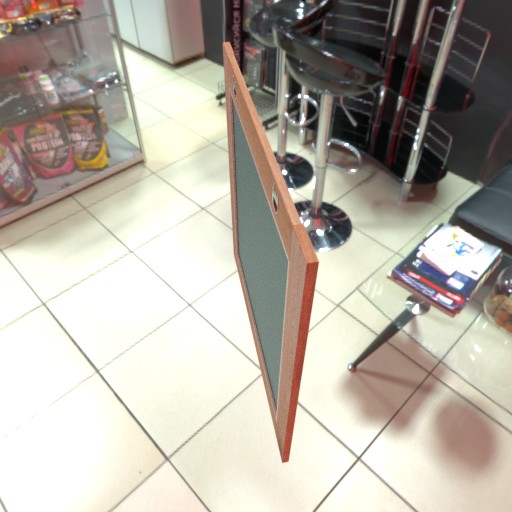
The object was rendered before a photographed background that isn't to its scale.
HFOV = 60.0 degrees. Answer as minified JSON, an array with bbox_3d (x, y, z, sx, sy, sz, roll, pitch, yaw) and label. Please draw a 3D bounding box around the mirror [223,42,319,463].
[{"bbox_3d":[0.000,0.000,1.181,0.020,0.800,0.800,-8,47,-8],"label":"mirror"}]
